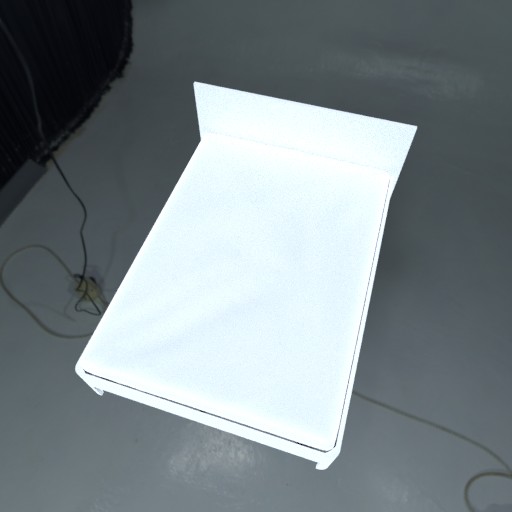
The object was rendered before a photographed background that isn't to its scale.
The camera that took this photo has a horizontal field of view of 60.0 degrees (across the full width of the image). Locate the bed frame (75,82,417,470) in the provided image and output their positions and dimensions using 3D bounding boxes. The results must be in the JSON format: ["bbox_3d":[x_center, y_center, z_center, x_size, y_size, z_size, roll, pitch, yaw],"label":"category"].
[{"bbox_3d":[0.000,0.000,2.709,1.490,0.800,1.950,15,58,10],"label":"bed frame"}]
